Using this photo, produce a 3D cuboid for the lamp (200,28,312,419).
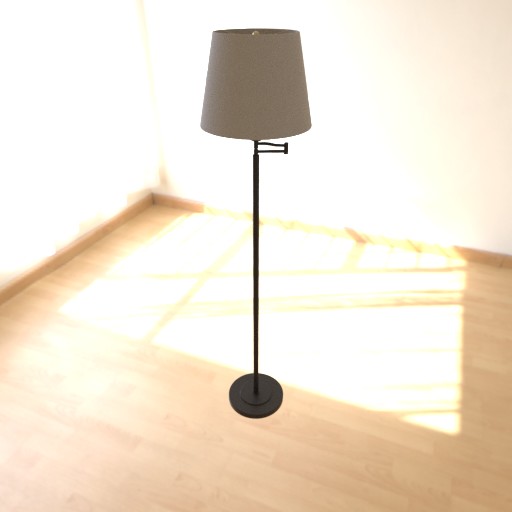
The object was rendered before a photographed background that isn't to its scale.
[{"bbox_3d":[0.000,0.000,1.624,0.348,1.473,0.348,-1,31,-2],"label":"lamp"}]
